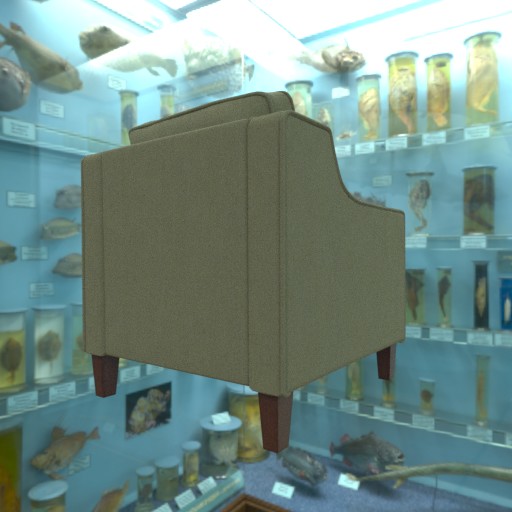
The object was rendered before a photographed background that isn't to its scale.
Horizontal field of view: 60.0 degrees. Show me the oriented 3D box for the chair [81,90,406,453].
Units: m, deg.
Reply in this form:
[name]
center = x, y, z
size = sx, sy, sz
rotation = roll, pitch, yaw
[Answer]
[chair]
center = 0.000, 0.000, 1.639
size = 0.831, 0.960, 0.909
rotation = 0, 0, 36
